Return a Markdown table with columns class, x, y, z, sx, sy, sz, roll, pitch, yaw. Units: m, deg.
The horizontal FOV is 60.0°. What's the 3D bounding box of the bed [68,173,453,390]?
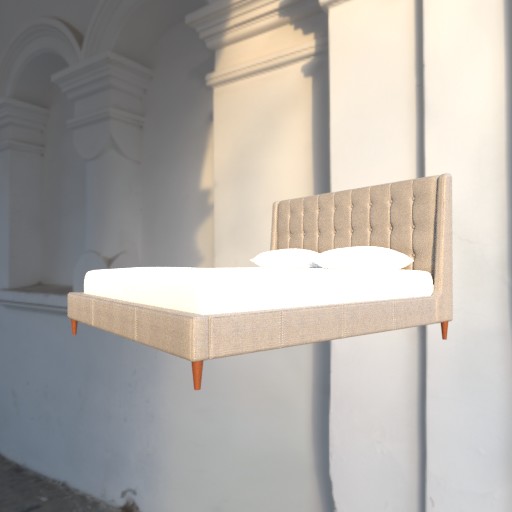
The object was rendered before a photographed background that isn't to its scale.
| class | x | y | z | sx | sy | sz | roll | pitch | yaw |
| --- | --- | --- | --- | --- | --- | --- | --- | --- | --- |
| bed | 0.000 | 0.000 | 3.560 | 2.342 | 1.289 | 2.062 | 1 | -1 | -38 |
